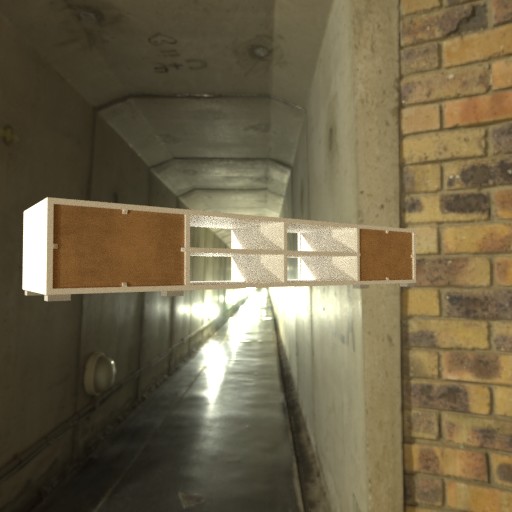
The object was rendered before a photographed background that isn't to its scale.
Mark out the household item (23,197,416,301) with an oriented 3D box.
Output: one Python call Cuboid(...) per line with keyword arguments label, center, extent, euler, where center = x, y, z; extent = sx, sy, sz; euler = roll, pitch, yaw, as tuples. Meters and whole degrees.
Cuboid(label="household item", center=(0.000, 0.000, 2.031), extent=(1.850, 0.310, 0.420), euler=(1, -2, -36))
